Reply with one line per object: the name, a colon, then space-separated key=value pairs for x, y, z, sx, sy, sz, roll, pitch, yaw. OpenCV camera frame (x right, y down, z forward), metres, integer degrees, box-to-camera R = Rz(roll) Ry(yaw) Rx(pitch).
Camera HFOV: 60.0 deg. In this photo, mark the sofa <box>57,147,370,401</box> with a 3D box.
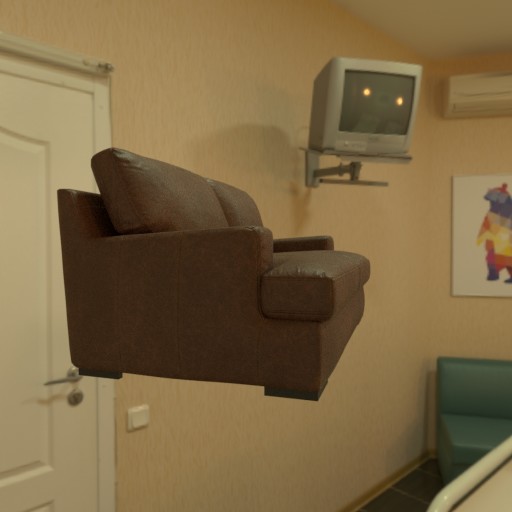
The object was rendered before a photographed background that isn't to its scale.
sofa: x=0.000 y=0.000 z=2.479 sx=1.143 sy=0.939 sz=1.880 roll=0 pitch=1 yaw=18
